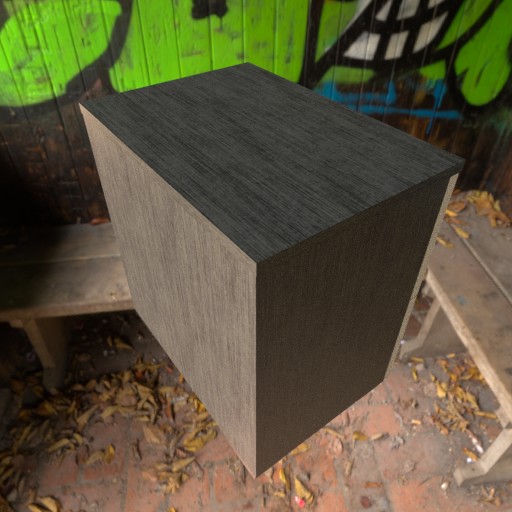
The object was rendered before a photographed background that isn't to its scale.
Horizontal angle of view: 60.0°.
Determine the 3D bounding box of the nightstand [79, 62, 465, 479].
[{"bbox_3d":[0.000,0.000,0.745,0.325,0.460,0.441,-26,47,-27],"label":"nightstand"}]
